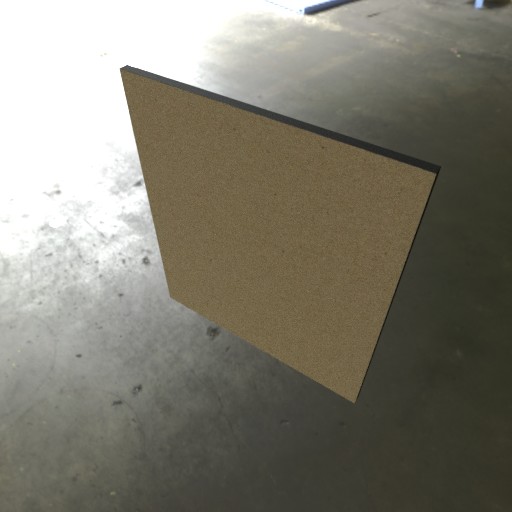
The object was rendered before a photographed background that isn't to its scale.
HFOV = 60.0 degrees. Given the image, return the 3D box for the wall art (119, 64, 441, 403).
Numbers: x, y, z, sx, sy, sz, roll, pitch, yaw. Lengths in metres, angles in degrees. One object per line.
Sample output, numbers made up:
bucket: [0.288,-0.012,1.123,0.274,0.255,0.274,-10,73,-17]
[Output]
wall art: [0.000,0.000,1.217,0.755,0.863,0.028,26,51,23]
